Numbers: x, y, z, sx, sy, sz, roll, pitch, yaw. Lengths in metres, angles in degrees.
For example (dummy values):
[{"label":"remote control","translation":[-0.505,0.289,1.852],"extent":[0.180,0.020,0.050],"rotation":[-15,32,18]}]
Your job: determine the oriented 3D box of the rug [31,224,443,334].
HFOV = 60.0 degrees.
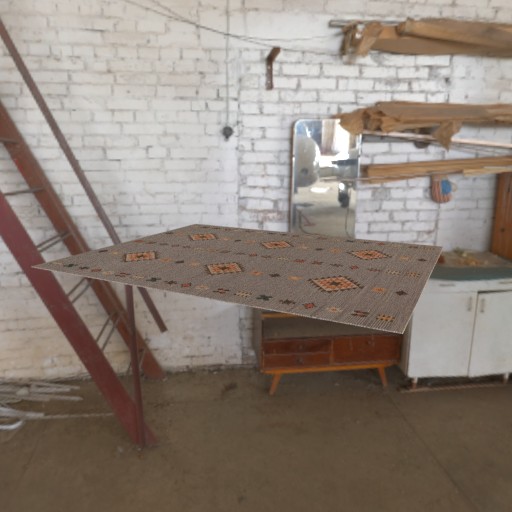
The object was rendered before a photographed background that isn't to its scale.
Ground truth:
[{"label":"rug","translation":[0.000,0.000,4.125],"extent":[3.035,0.008,2.425],"rotation":[7,15,26]}]
